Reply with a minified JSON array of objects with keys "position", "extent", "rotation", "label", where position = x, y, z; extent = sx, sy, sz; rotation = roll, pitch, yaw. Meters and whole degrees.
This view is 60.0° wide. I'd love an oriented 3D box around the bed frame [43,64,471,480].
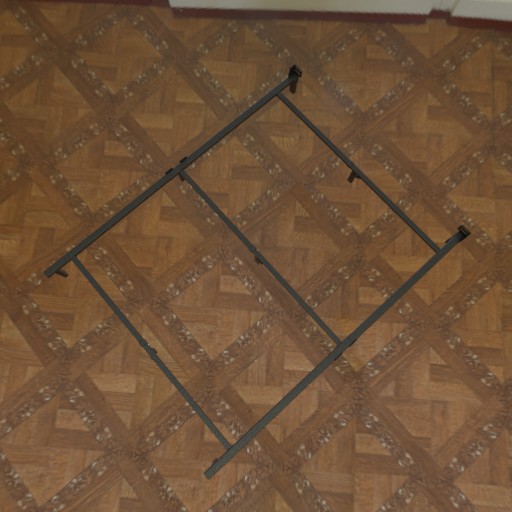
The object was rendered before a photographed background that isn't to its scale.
[{"position":[0.000,0.000,2.645],"extent":[1.990,0.248,1.498],"rotation":[-41,80,-9],"label":"bed frame"}]
